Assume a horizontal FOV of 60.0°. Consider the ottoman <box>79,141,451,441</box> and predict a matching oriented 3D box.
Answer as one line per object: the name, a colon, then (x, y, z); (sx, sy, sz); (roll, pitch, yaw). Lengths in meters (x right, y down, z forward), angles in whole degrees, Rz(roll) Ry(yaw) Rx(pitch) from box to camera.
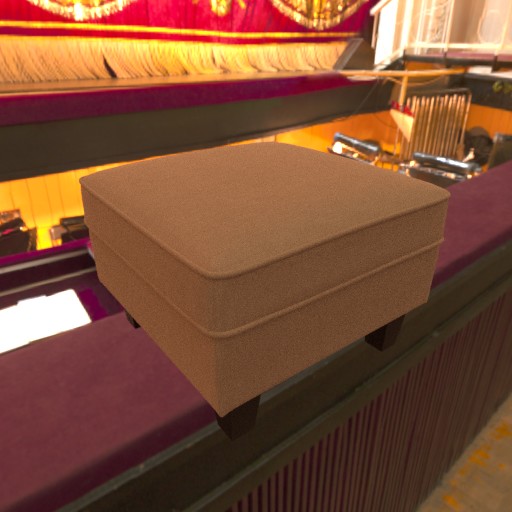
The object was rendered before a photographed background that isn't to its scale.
ottoman: (0.000, 0.000, 1.053); (0.616, 0.438, 0.613); (-19, 32, -33)
